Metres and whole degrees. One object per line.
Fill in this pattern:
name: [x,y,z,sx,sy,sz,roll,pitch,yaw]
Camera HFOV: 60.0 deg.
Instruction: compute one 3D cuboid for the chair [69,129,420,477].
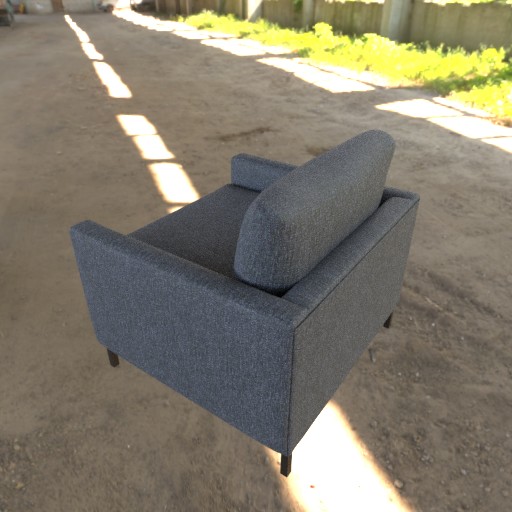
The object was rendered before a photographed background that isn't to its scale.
chair: [0.000,0.000,1.639,0.866,0.861,0.963,20,36,30]
